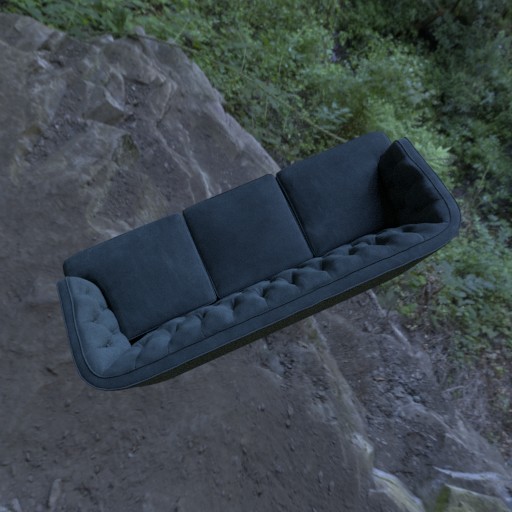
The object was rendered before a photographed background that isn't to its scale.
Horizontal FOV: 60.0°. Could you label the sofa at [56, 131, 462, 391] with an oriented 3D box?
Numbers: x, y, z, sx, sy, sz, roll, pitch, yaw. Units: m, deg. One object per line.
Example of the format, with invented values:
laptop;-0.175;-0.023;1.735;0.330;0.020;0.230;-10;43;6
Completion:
sofa;0.000;0.000;2.803;2.278;0.855;0.941;-23;77;-6
